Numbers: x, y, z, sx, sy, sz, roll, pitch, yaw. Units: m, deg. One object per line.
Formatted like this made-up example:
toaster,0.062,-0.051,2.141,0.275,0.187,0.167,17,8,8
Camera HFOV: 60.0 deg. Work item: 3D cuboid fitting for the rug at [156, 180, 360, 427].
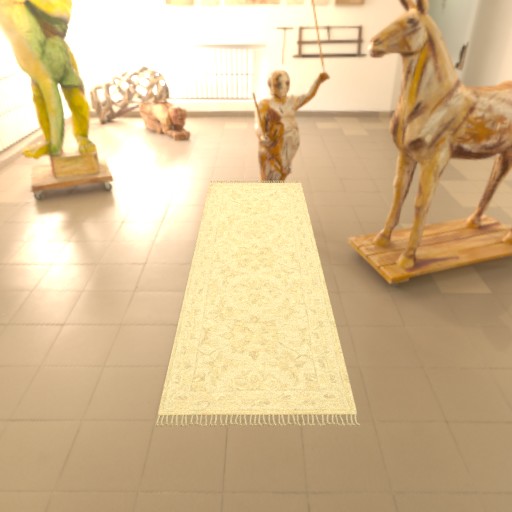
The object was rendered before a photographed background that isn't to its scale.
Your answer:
rug,0.000,0.000,2.802,0.795,0.015,2.544,0,31,0
